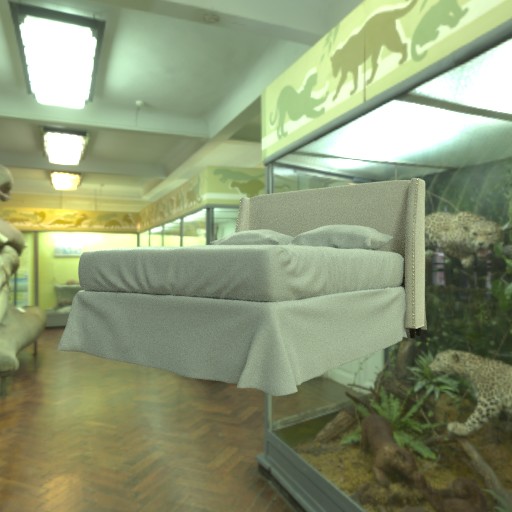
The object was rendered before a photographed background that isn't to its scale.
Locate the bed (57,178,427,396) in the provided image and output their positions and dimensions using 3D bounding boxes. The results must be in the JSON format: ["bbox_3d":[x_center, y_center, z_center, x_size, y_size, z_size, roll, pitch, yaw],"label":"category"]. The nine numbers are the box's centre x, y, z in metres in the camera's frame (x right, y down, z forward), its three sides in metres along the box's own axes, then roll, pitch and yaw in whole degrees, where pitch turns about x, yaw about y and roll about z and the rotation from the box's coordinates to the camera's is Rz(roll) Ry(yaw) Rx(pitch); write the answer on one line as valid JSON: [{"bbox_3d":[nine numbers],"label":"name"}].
[{"bbox_3d":[0.000,0.000,3.405,1.925,1.332,2.276,-1,-1,37],"label":"bed"}]
